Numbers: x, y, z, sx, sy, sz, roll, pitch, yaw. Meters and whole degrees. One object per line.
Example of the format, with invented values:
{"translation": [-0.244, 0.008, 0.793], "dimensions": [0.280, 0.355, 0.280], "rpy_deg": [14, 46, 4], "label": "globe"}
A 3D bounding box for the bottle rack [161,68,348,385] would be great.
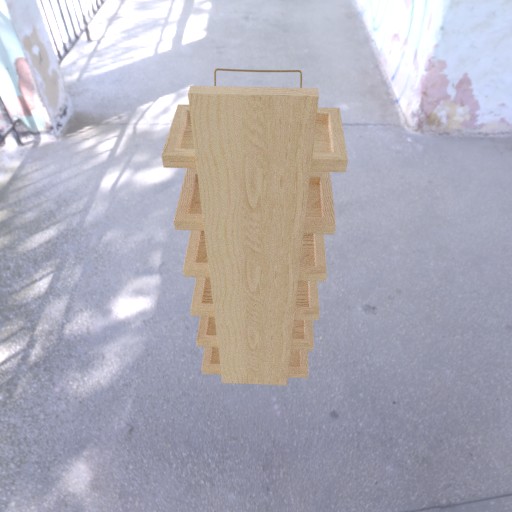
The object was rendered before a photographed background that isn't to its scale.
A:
{"translation": [0.000, 0.000, 1.086], "dimensions": [0.330, 0.943, 0.206], "rpy_deg": [2, 48, 2], "label": "bottle rack"}
